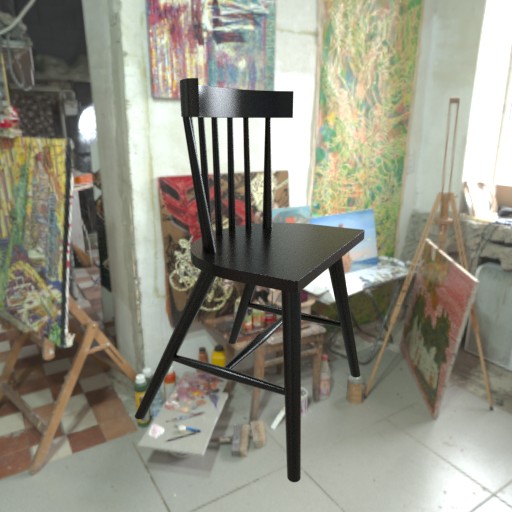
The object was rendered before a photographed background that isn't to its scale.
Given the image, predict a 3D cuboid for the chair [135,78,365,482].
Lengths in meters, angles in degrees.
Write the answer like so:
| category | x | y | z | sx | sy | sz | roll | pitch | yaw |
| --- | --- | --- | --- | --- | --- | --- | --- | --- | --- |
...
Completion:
| category | x | y | z | sx | sy | sz | roll | pitch | yaw |
| --- | --- | --- | --- | --- | --- | --- | --- | --- | --- |
| chair | 0.000 | 0.000 | 1.173 | 0.483 | 0.844 | 0.506 | 9 | 19 | 27 |
